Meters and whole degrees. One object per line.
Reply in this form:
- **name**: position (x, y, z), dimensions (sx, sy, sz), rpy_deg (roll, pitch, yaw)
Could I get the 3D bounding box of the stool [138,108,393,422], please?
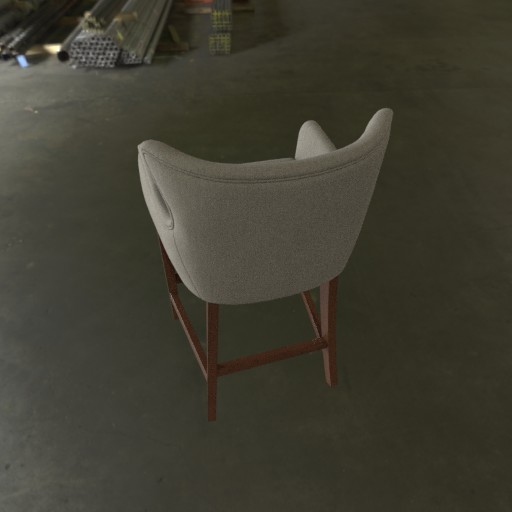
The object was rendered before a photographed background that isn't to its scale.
- **stool**: position (0.000, 0.000, 1.336), dimensions (0.575, 0.951, 0.575), rpy_deg (-12, 42, -13)
